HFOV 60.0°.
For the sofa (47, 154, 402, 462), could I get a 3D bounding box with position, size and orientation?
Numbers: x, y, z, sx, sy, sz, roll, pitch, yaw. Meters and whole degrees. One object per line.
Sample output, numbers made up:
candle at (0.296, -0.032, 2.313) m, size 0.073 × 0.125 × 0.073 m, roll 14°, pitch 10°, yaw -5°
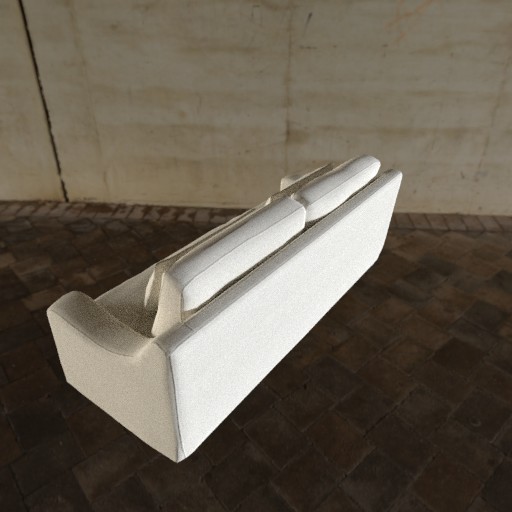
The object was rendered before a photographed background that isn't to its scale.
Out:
sofa at (0.000, 0.000, 2.976) m, size 1.009 × 1.022 × 2.470 m, roll 21°, pitch 37°, yaw 30°
